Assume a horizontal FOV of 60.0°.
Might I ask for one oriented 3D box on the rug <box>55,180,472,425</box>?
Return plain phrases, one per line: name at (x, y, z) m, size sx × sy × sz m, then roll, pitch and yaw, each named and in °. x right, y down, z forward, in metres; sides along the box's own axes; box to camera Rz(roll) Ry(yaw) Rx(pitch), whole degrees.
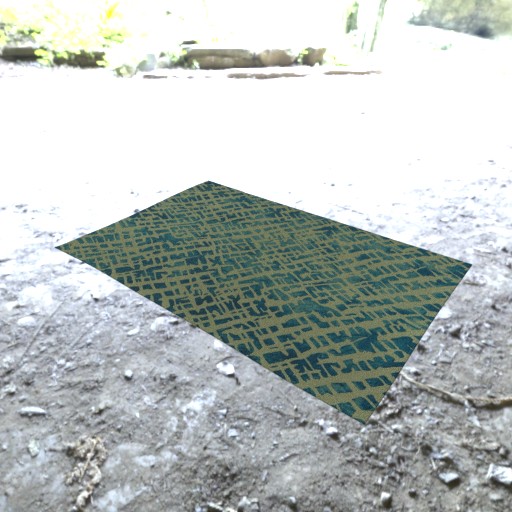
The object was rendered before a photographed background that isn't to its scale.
rug at (0.000, 0.000, 2.312) m, size 1.830 × 0.011 × 1.209 m, roll 22°, pitch 38°, yaw 32°
